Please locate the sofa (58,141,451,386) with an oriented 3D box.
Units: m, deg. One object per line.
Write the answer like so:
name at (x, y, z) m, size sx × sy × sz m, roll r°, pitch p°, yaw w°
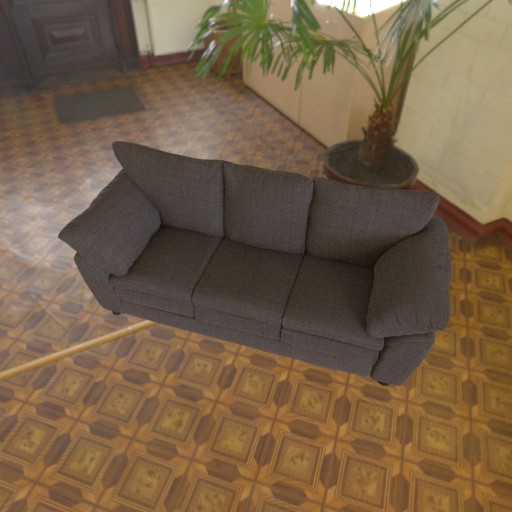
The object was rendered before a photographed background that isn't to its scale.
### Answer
sofa at (0.000, 0.000, 2.925) m, size 2.336 × 1.080 × 0.883 m, roll 12°, pitch 43°, yaw 13°
